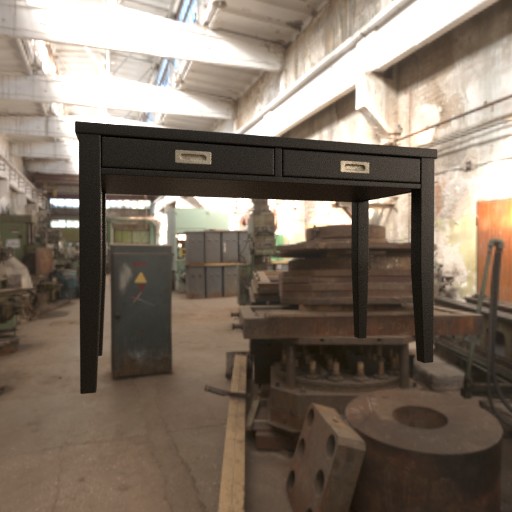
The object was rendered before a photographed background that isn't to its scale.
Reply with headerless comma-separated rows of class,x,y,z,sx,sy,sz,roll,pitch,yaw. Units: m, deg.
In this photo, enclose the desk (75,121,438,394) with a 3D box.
desk,0.000,0.000,1.671,1.220,0.775,0.508,0,1,-17
